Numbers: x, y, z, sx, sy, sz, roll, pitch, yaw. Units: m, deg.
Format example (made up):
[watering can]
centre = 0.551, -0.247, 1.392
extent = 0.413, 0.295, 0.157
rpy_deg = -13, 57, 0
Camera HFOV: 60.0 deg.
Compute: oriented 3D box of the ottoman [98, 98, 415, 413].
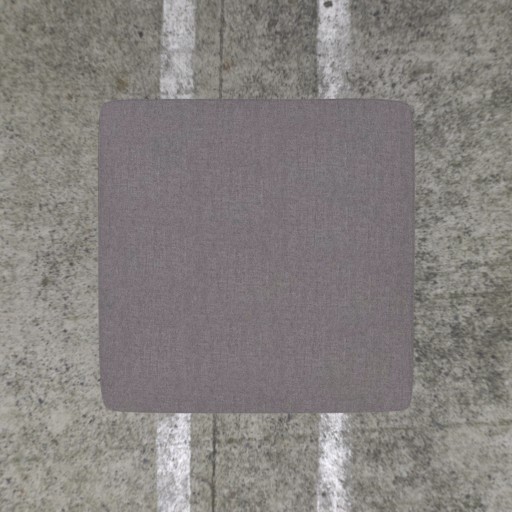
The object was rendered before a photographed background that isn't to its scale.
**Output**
[ottoman]
centre = 0.000, 0.000, 1.325
extent = 0.843, 0.436, 0.840
rpy_deg = 0, 91, 0
